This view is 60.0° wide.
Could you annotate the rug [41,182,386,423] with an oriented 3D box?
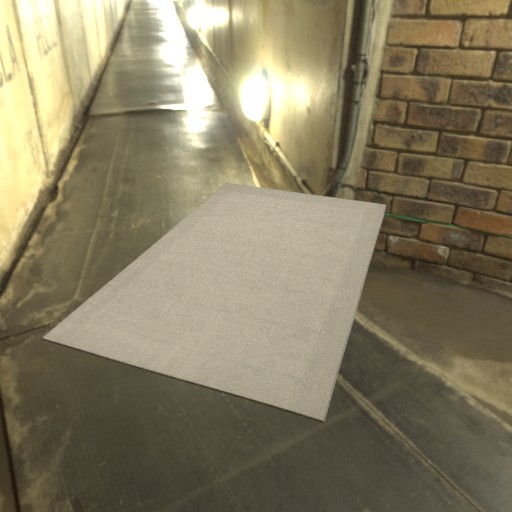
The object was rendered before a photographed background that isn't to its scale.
[{"bbox_3d":[0.000,0.000,3.100,1.524,0.014,2.438,11,32,18],"label":"rug"}]
